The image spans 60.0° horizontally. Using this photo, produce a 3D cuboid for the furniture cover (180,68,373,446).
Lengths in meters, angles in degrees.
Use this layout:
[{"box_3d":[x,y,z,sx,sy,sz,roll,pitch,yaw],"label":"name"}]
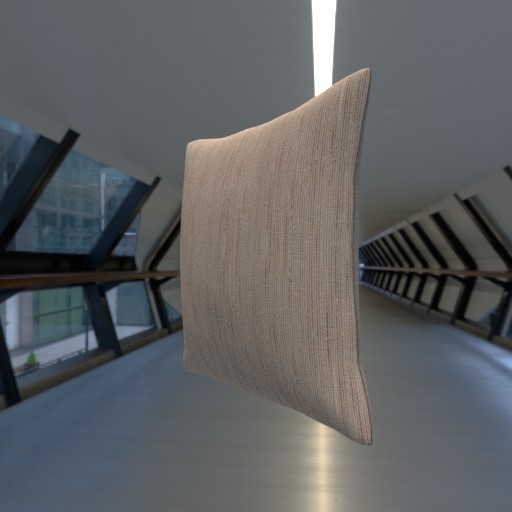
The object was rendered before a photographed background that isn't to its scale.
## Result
[{"box_3d":[0.000,0.000,0.789,0.178,0.506,0.512,0,0,-37],"label":"furniture cover"}]
